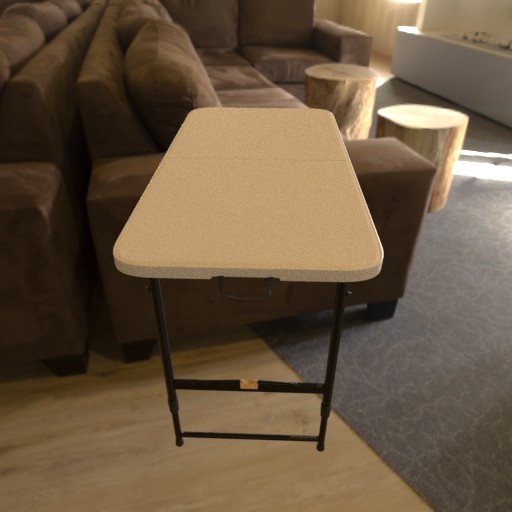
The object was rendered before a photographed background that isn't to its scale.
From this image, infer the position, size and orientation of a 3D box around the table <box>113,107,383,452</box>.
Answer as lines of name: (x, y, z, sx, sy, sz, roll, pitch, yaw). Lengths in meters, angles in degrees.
table: (0.000, 0.000, 1.633, 0.611, 0.737, 1.245, 1, 34, 2)
